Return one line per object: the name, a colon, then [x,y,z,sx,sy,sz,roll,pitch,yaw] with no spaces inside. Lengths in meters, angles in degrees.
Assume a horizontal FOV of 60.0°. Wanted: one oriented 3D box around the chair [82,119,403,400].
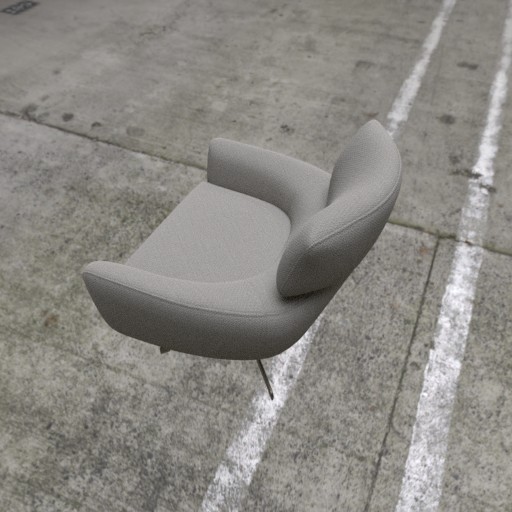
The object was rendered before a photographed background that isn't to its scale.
chair: [0.000,0.000,1.394,0.730,0.810,0.760,18,48,17]
